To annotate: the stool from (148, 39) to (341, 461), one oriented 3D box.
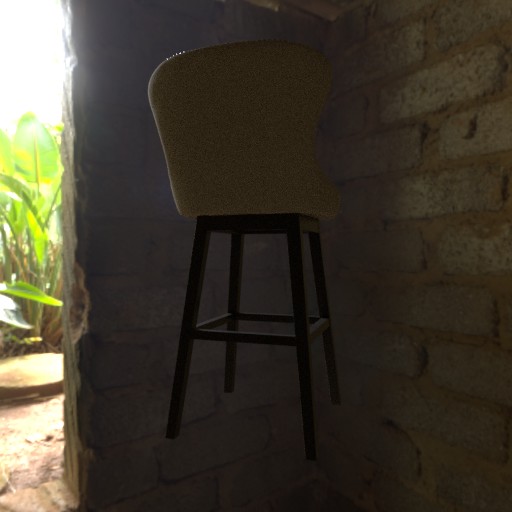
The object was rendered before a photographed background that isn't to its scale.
[{"bbox_3d":[0.000,0.000,1.381,0.528,1.066,0.605,0,1,19],"label":"stool"}]
